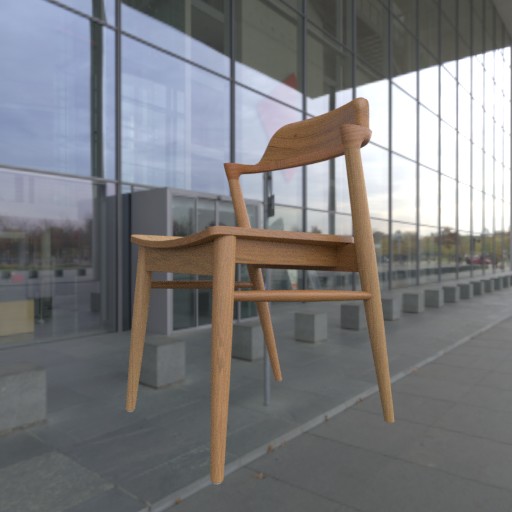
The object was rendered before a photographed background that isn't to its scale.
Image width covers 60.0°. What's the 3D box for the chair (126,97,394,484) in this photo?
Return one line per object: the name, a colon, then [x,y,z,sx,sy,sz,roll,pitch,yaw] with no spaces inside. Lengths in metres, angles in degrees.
chair: [0.000,0.000,1.091,0.499,0.792,0.512,0,0,-35]
